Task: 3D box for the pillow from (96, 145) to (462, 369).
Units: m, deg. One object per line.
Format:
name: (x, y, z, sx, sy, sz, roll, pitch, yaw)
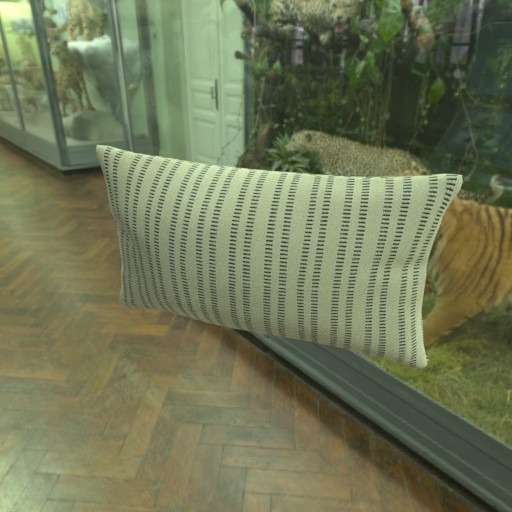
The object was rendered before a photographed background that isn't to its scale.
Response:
pillow: (0.000, 0.000, 0.800, 0.640, 0.353, 0.210, 9, 27, 17)
